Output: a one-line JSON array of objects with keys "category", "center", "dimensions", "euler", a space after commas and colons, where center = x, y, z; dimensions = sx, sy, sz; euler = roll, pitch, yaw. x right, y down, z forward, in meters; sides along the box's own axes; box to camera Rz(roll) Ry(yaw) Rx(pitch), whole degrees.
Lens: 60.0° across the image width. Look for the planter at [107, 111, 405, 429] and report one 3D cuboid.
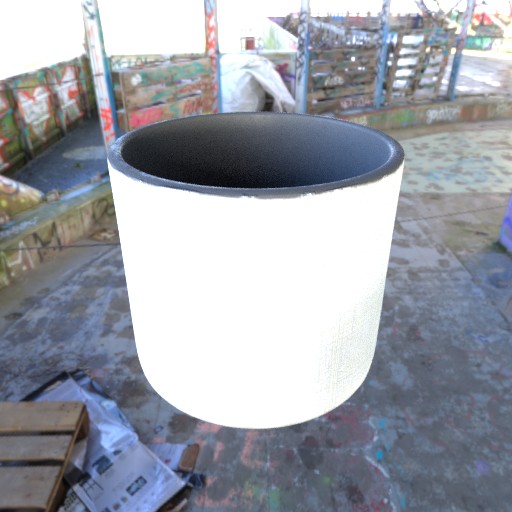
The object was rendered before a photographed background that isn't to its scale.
[{"category": "planter", "center": [0.000, 0.000, 0.384], "dimensions": [0.221, 0.201, 0.221], "euler": [0, 29, 0]}]
